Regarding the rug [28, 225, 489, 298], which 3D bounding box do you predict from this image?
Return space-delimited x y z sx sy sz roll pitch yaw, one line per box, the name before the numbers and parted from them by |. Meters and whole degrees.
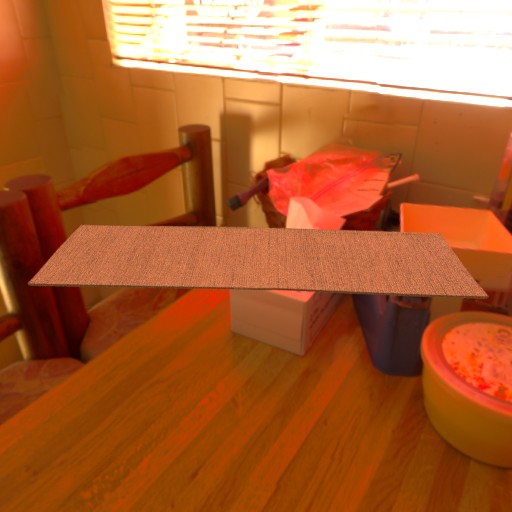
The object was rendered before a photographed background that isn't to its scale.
rug | 0.000 0.000 2.520 2.320 0.032 0.692 1 30 3
